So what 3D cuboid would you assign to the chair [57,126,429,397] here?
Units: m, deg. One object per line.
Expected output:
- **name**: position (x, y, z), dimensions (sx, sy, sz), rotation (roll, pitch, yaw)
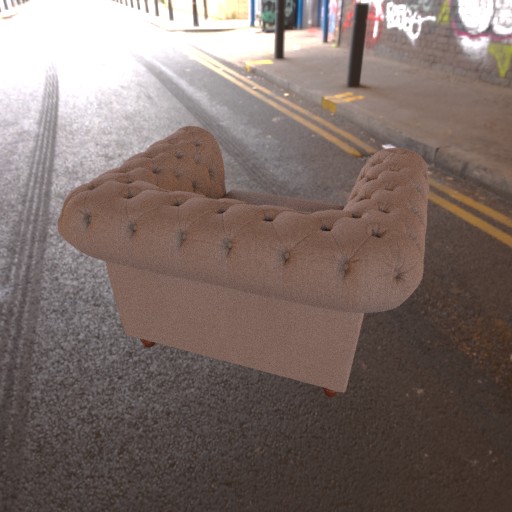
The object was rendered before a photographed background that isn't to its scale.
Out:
- **chair**: position (0.000, 0.000, 1.865), dimensions (1.270, 0.770, 0.976), rotation (11, 33, 17)
